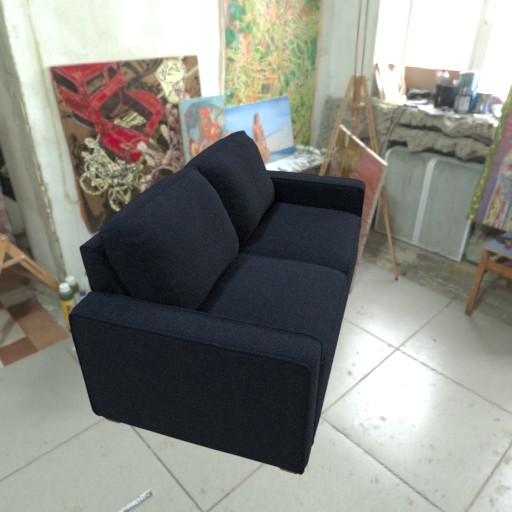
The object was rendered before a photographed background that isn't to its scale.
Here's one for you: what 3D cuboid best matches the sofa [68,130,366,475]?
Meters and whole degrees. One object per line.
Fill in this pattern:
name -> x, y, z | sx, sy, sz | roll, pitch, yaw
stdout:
sofa -> 0.000, 0.000, 2.258 | 0.947, 0.918, 1.709 | 9, 32, 15
